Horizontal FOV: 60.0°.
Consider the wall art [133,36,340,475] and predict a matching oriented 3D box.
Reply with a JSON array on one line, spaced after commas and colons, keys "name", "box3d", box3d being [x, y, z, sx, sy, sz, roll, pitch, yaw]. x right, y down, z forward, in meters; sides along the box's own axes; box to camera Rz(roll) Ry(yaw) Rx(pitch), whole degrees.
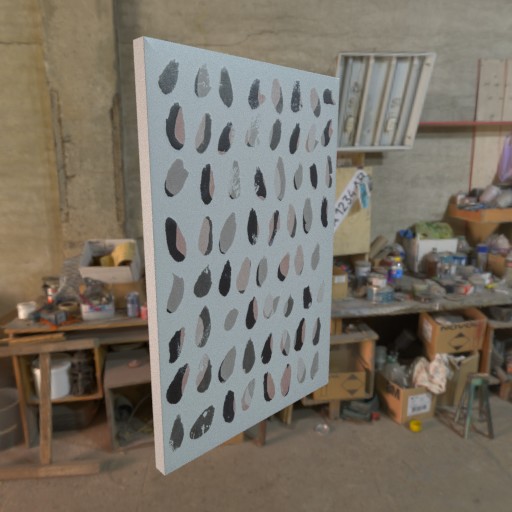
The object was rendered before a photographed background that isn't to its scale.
[{"name": "wall art", "box3d": [0.000, 0.000, 1.123, 0.610, 0.916, 0.037, -12, 17, -43]}]
